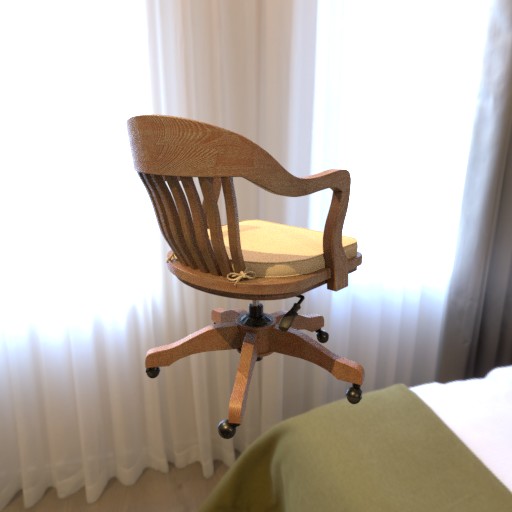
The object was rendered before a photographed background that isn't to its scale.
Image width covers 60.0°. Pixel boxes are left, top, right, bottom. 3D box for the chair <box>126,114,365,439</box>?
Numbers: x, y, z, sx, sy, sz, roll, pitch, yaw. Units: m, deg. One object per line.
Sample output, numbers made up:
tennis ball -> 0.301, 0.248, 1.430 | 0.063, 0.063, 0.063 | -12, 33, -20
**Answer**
chair -> 0.000, 0.000, 1.480 | 0.750, 0.878, 0.788 | 15, 21, 43
